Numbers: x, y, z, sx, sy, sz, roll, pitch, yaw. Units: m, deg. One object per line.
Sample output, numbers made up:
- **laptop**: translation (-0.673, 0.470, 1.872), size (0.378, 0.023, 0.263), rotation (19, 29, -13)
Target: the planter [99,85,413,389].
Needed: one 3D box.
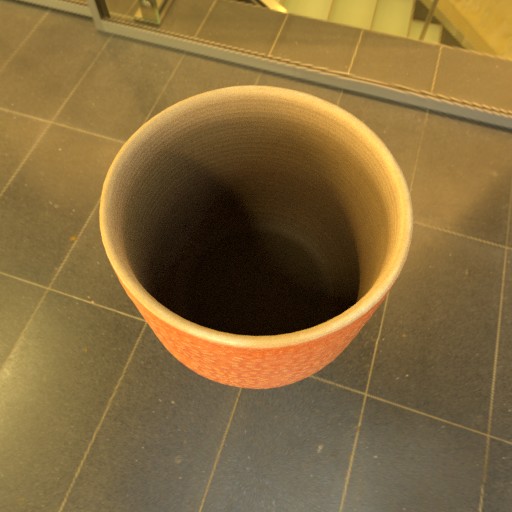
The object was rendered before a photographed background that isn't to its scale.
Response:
- **planter**: translation (0.000, 0.000, 0.299), size (0.170, 0.152, 0.170), rotation (0, 64, 0)
